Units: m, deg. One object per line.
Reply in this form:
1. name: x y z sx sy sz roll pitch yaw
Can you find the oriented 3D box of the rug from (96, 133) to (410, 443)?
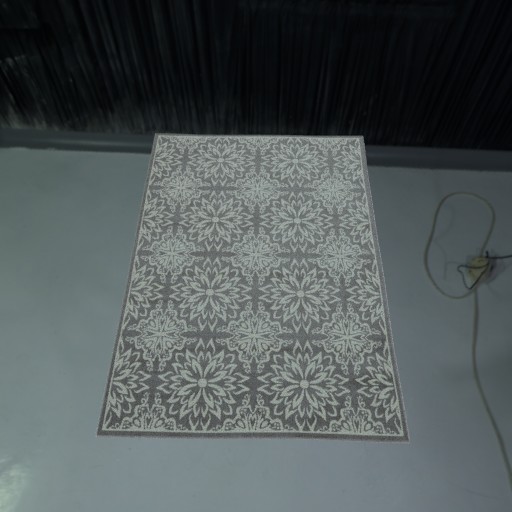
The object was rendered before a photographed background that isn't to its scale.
1. rug: 0.000 0.000 2.845 1.608 0.014 2.213 1 58 1
